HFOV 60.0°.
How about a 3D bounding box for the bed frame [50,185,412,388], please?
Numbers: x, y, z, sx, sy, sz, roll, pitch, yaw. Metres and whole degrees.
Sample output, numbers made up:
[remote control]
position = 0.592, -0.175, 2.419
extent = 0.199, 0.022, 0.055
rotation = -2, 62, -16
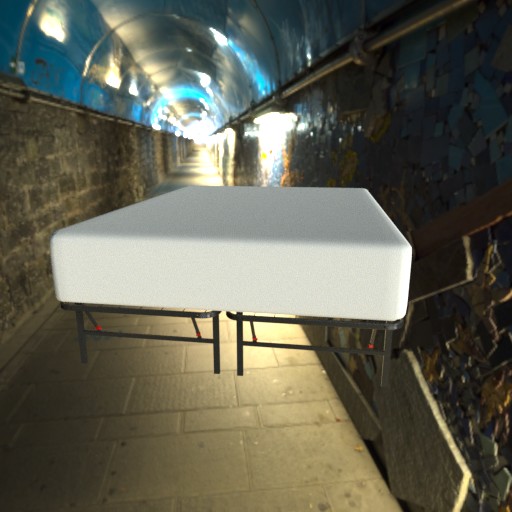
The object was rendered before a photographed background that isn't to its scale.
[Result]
[bed frame]
position = 0.000, 0.000, 2.818
extent = 1.528, 0.677, 2.037
rotation = 2, 15, 8
